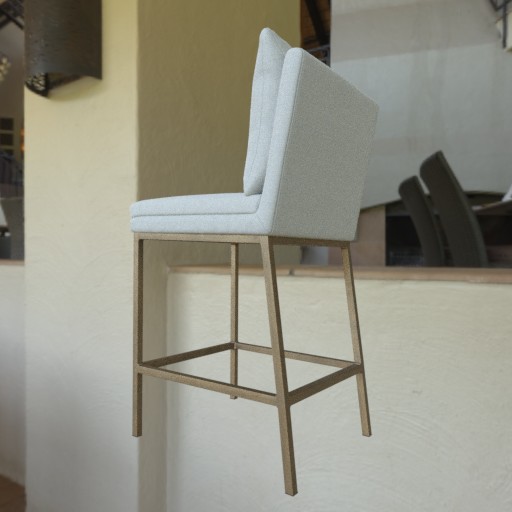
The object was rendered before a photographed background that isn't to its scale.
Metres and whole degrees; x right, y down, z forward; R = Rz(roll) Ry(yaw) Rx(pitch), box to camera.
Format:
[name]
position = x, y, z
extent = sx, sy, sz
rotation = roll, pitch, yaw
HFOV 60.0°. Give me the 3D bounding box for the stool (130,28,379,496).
[stool]
position = 0.000, 0.000, 1.276
extent = 0.572, 1.032, 0.463
rotation = 0, 0, 37
